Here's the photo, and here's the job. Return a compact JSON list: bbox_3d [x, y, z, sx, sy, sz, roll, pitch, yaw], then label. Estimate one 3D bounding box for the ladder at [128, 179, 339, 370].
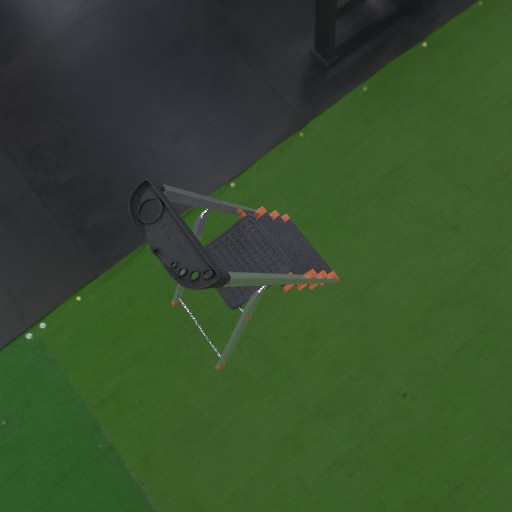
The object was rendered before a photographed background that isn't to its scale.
[{"bbox_3d":[0.000,0.000,1.781,0.834,1.429,0.452,-35,77,-9],"label":"ladder"}]
